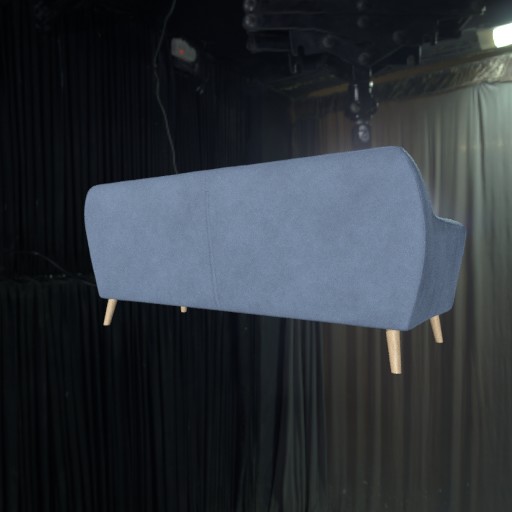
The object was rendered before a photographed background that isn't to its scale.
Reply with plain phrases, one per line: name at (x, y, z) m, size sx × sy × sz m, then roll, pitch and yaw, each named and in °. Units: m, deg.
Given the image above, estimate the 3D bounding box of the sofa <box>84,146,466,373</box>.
sofa at (0.000, 0.000, 2.403) m, size 1.975 × 0.832 × 0.841 m, roll 1°, pitch 1°, yaw 36°
